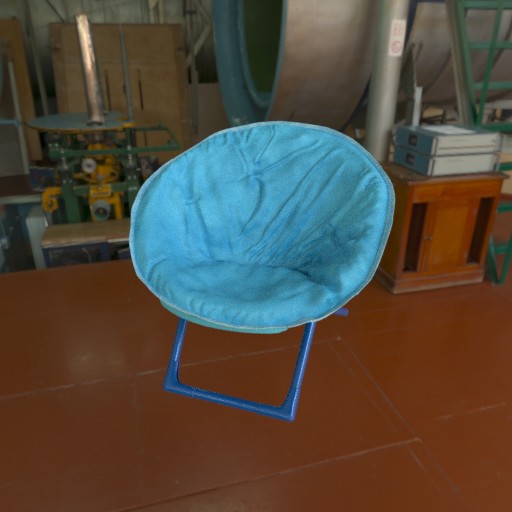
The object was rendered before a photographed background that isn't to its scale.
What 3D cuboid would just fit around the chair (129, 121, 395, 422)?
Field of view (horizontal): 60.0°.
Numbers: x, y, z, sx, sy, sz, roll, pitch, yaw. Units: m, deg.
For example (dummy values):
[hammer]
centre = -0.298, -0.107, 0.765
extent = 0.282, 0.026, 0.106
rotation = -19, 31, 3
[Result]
[chair]
centre = 0.000, 0.000, 0.920
extent = 0.520, 0.478, 0.465
rotation = 8, 26, 17
